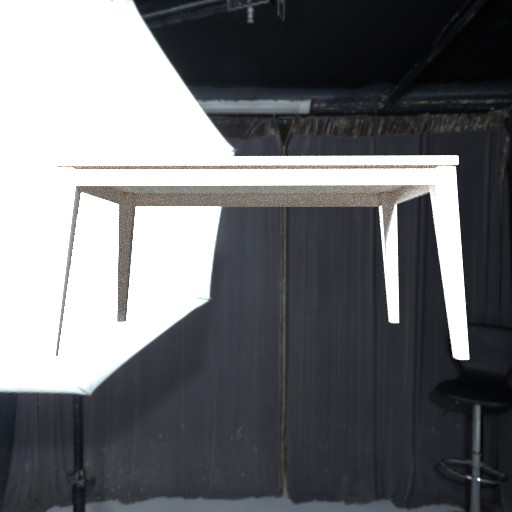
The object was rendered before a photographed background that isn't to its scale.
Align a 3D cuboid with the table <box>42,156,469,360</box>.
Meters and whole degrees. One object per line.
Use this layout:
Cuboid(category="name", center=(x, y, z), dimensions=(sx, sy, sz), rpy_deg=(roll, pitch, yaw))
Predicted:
Cuboid(category="table", center=(0.000, 0.000, 2.098), dimensions=(1.600, 0.760, 0.900), rpy_deg=(0, 1, 1))
